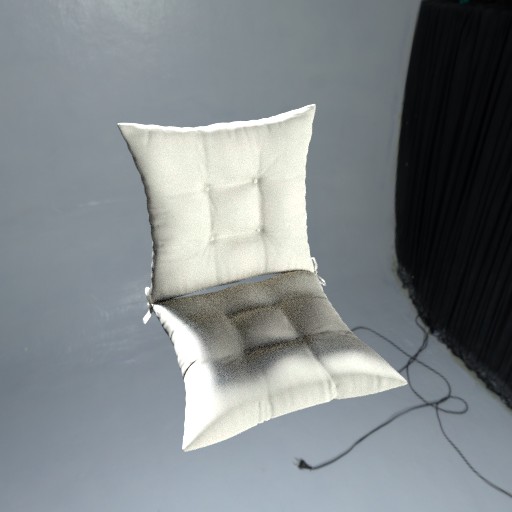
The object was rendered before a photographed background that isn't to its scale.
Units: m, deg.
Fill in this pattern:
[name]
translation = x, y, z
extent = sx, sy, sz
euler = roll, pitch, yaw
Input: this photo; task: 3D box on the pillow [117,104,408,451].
[pillow]
translation = 0.000, 0.000, 1.026
extent = 0.541, 0.536, 0.585
euler = -11, 33, -16
